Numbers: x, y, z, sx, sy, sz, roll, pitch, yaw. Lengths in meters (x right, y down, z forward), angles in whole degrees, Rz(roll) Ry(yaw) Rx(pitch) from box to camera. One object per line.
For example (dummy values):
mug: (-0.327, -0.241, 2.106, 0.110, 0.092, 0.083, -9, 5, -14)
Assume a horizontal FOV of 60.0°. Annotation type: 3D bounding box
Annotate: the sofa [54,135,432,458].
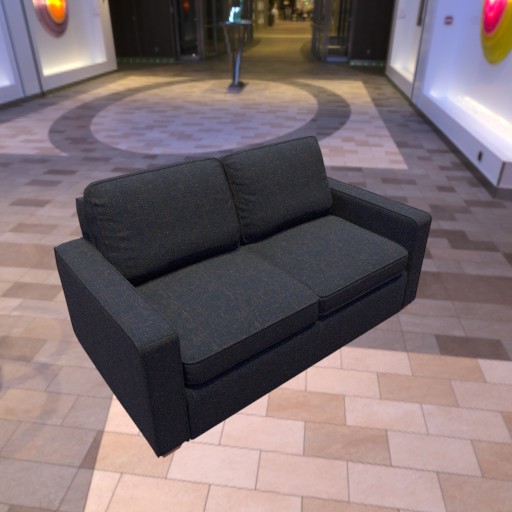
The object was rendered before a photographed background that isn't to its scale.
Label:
sofa: (0.000, 0.000, 2.267, 1.709, 0.918, 0.947, -21, 36, -33)
